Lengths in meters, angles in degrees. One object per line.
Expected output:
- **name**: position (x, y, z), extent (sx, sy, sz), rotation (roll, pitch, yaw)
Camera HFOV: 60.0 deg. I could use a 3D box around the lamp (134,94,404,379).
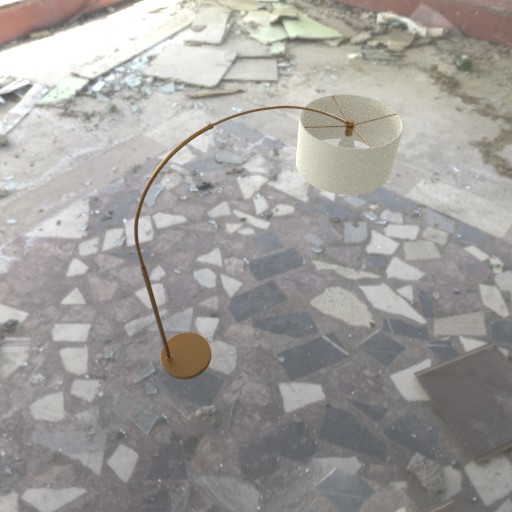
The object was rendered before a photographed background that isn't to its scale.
- **lamp**: position (0.000, 0.000, 2.666), extent (1.434, 1.927, 0.493), rotation (-11, 49, -10)
